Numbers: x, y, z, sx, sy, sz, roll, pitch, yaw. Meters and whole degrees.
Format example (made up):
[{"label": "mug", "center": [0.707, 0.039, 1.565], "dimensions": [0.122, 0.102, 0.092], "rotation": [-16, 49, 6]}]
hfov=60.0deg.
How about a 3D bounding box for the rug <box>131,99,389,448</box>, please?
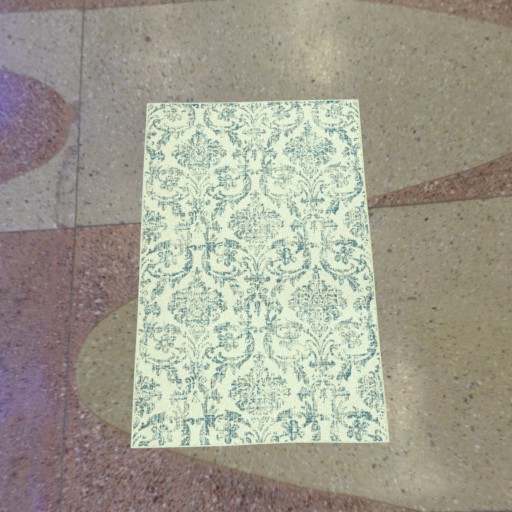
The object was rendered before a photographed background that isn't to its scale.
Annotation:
[{"label": "rug", "center": [0.000, 0.000, 3.456], "dimensions": [1.819, 0.018, 2.746], "rotation": [-1, 75, 0]}]
